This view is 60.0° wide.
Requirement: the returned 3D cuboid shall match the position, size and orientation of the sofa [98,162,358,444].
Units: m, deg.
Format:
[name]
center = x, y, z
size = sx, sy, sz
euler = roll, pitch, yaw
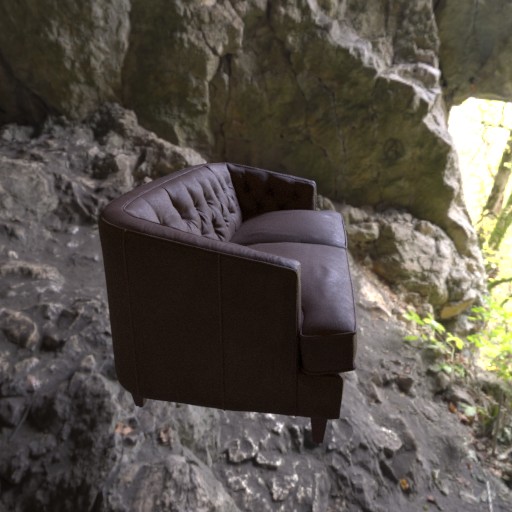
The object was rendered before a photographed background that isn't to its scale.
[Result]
[sofa]
center = 0.000, 0.000, 2.209
size = 0.917, 0.799, 1.767
euler = 3, 18, 9
